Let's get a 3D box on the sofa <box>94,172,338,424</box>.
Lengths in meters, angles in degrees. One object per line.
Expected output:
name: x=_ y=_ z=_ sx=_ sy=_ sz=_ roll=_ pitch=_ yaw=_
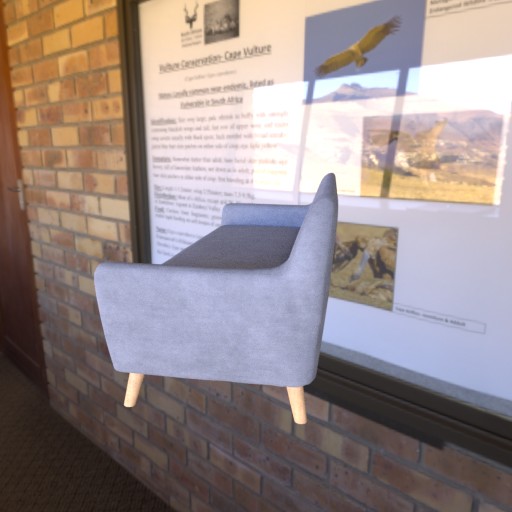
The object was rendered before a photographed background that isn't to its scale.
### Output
sofa: x=0.000 y=0.000 z=2.400 sx=0.830 sy=0.830 sz=1.970 roll=2 pitch=13 yaw=9
